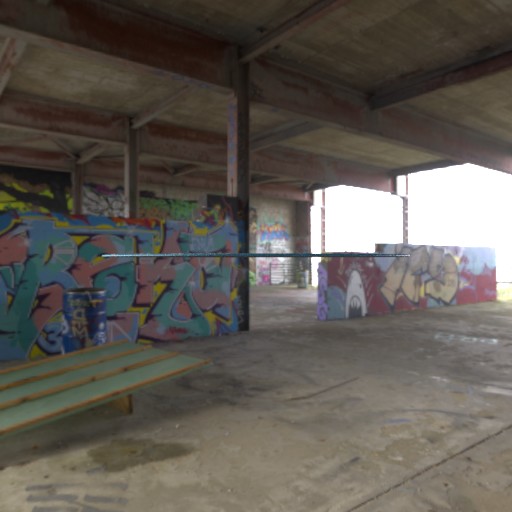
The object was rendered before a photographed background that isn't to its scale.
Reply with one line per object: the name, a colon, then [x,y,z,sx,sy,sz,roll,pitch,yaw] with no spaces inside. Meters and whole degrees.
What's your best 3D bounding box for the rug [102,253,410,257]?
rug: [0.000,0.000,2.424,1.593,0.012,1.593,0,0,0]
